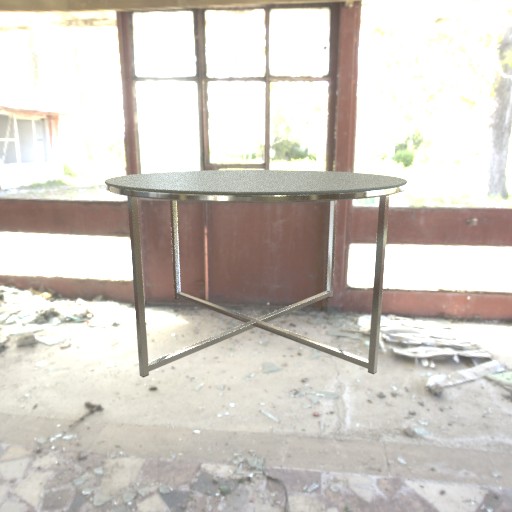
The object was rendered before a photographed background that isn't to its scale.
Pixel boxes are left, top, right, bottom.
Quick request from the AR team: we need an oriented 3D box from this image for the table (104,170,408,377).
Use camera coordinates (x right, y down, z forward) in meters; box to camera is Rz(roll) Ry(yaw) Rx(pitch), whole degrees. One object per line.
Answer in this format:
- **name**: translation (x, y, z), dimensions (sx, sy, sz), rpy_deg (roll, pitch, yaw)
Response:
- **table**: translation (0.000, 0.000, 1.286), dimensions (0.800, 0.450, 0.800), rpy_deg (0, 14, 0)
